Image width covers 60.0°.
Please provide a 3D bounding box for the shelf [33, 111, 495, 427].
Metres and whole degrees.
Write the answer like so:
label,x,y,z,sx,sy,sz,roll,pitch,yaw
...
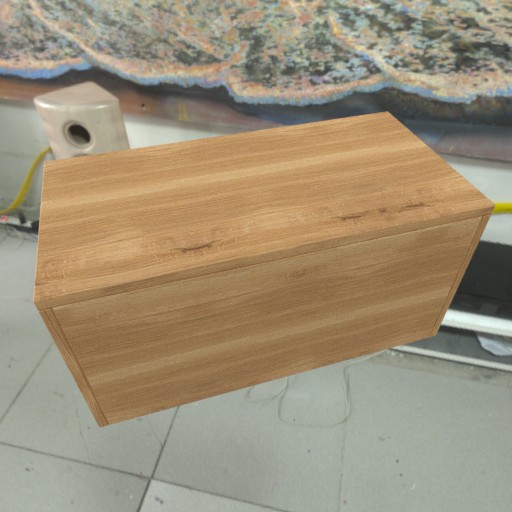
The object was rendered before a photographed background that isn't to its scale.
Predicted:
label,x,y,z,sx,sy,sz,roll,pitch,yaw
shelf,0.000,0.000,1.004,0.800,0.400,0.400,-12,45,-12
